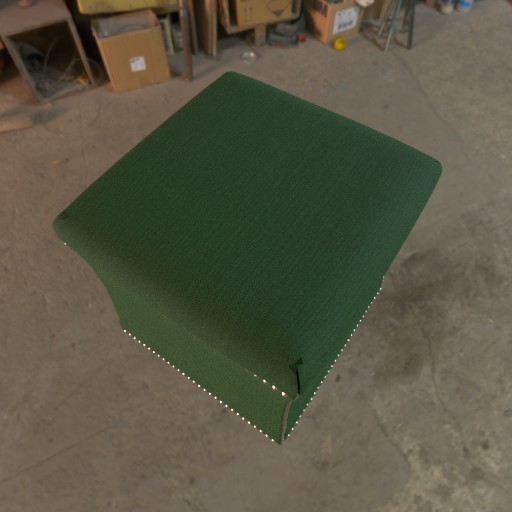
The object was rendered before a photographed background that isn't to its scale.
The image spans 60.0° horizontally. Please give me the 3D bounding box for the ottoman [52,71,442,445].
[{"bbox_3d":[0.000,0.000,0.914,0.497,0.475,0.507,31,62,18],"label":"ottoman"}]
